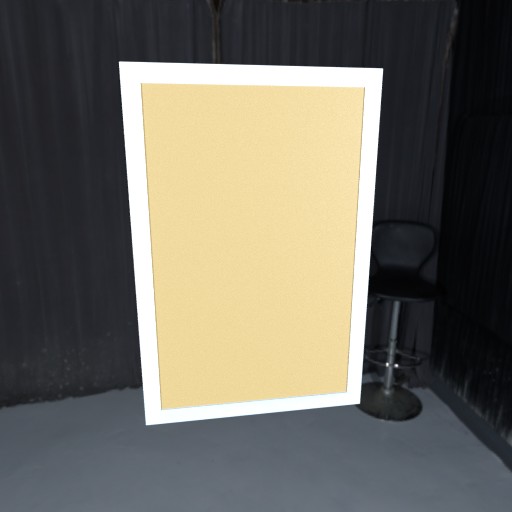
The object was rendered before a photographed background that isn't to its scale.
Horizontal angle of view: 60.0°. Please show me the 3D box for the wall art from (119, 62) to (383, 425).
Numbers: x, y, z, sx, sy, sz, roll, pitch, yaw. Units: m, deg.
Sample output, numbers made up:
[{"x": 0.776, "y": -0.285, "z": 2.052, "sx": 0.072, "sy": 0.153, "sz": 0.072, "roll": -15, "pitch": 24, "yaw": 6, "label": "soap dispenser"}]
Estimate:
[{"x": 0.000, "y": 0.000, "z": 1.153, "sx": 0.612, "sy": 0.915, "sz": 0.039, "roll": -2, "pitch": 15, "yaw": -9, "label": "wall art"}]
